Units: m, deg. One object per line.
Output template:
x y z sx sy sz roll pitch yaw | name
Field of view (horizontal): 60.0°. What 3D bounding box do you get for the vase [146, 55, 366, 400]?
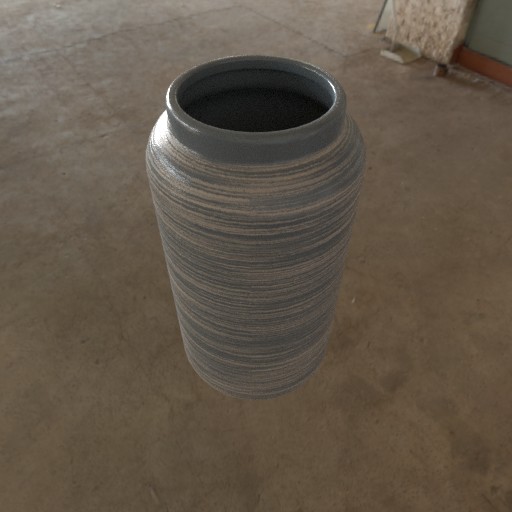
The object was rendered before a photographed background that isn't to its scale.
0.000 0.000 0.295 0.116 0.230 0.116 0 46 0 | vase
